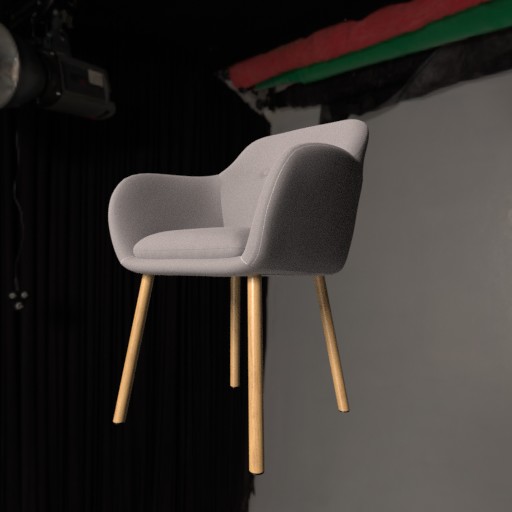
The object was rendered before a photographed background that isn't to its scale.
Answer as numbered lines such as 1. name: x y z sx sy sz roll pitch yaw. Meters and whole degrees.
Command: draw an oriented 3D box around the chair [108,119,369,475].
1. chair: 0.000 0.000 1.200 0.570 0.830 0.590 -1 -1 37
